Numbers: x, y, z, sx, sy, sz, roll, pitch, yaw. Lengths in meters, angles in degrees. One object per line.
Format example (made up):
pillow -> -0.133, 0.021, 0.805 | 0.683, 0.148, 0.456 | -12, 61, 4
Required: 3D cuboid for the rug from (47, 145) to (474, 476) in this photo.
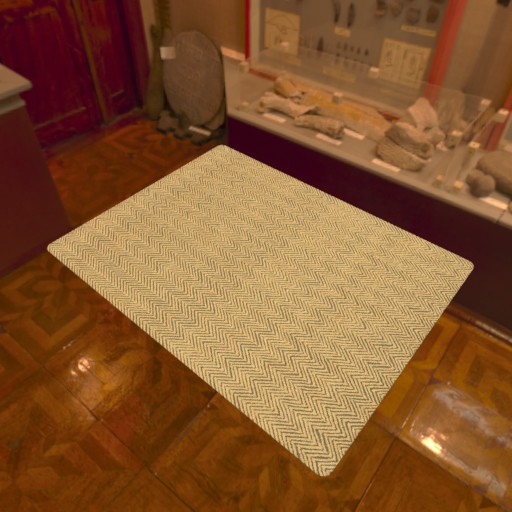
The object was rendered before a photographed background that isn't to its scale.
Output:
rug -> 0.000, 0.000, 4.130 | 3.207, 0.014, 2.439 | 31, 53, 27
